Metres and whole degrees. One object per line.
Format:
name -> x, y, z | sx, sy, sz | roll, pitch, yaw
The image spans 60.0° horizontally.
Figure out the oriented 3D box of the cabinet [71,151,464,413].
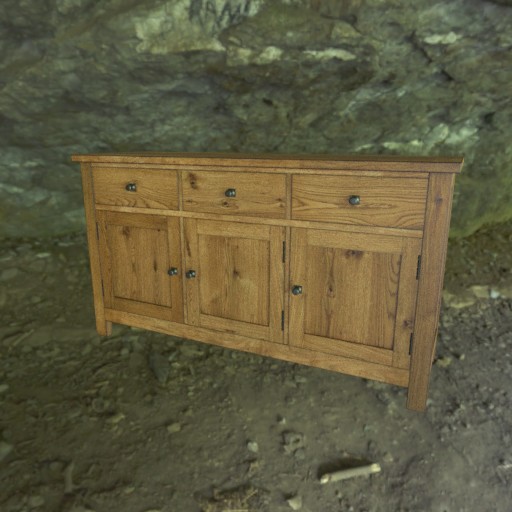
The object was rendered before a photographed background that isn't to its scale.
cabinet -> 0.000, 0.000, 1.835 | 1.474, 0.813, 0.480 | 7, 16, 24
